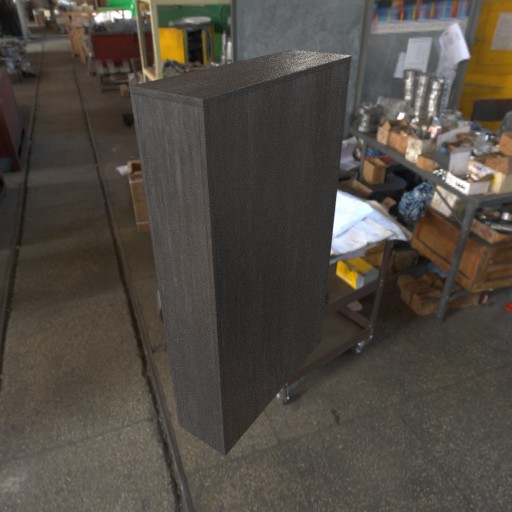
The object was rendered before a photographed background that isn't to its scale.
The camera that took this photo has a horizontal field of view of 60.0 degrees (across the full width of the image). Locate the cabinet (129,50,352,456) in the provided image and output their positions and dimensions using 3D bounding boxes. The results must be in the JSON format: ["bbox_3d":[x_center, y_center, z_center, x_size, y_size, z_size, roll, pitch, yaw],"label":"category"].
[{"bbox_3d":[0.000,0.000,1.618,0.250,1.280,0.750,21,38,29],"label":"cabinet"}]
